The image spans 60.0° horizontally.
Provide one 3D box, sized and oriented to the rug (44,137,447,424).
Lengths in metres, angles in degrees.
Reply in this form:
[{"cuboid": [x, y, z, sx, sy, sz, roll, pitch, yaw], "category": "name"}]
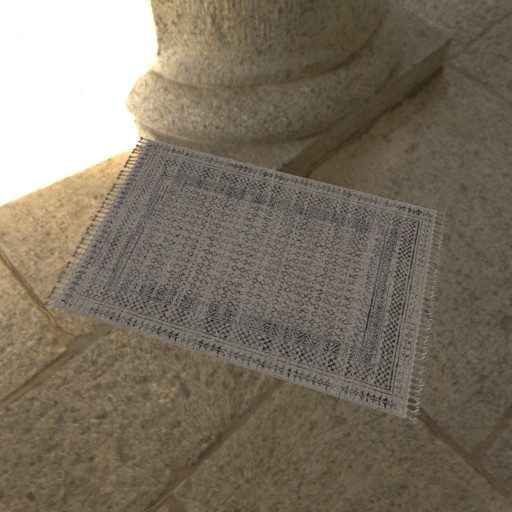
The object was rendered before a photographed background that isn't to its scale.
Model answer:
[{"cuboid": [0.000, 0.000, 3.091, 2.486, 0.013, 1.548, 16, 63, 8], "category": "rug"}]
